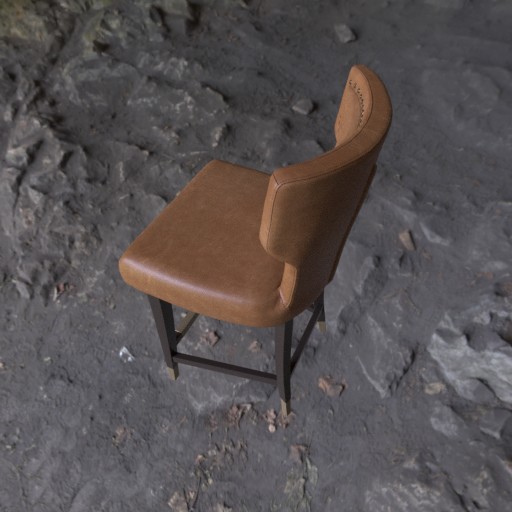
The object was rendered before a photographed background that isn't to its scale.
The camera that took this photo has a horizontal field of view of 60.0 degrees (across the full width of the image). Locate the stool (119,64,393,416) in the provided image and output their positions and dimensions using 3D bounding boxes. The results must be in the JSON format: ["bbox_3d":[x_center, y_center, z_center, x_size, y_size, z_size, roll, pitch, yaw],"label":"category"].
[{"bbox_3d":[0.000,0.000,1.283,0.563,0.982,0.526,19,49,17],"label":"stool"}]
